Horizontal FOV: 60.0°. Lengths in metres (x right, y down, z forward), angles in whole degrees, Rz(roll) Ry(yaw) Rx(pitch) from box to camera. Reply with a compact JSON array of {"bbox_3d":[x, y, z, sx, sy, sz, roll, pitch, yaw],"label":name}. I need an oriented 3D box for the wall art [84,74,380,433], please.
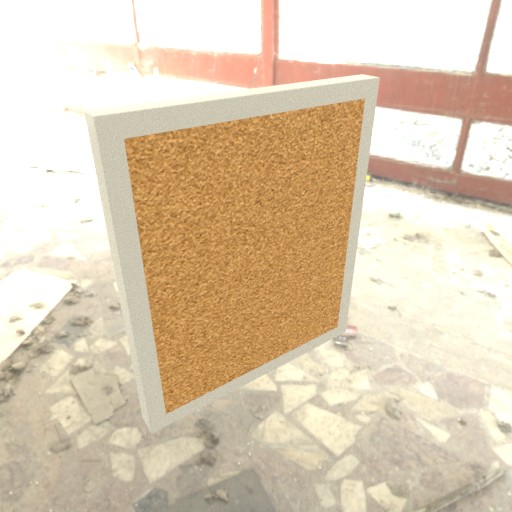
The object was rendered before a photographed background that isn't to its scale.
[{"bbox_3d":[0.000,0.000,0.537,0.331,0.381,0.028,-20,36,-30],"label":"wall art"}]
